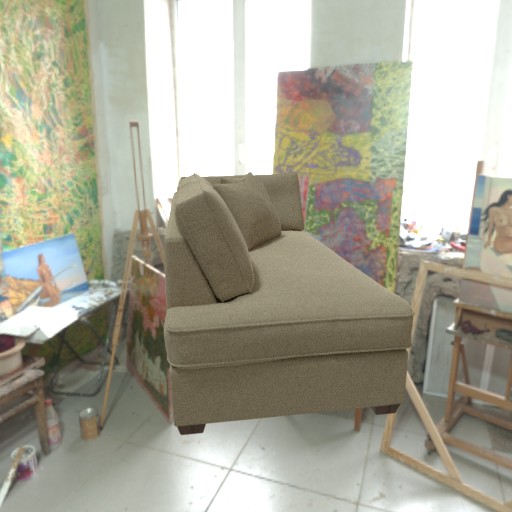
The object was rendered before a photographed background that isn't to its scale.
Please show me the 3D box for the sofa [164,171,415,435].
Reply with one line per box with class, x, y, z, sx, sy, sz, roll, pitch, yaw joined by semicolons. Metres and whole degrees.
sofa;0.000;0.000;2.894;1.110;1.033;2.237;-2;14;-9
